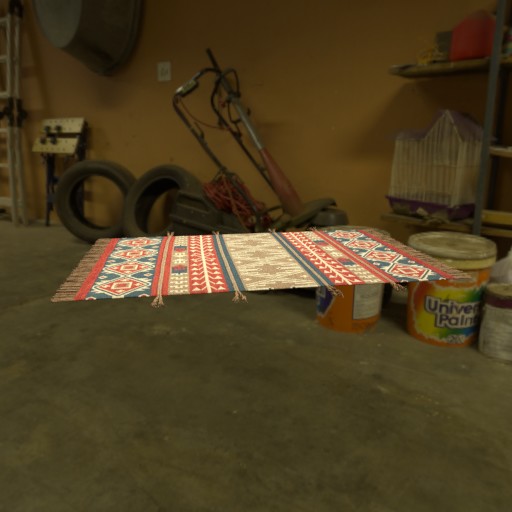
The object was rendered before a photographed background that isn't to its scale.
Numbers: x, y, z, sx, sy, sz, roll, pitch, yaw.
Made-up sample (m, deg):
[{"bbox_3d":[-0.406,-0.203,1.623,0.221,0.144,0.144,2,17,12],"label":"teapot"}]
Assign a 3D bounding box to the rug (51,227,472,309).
[{"bbox_3d":[0.000,0.000,3.198,2.450,0.048,1.778,-3,15,-9],"label":"rug"}]
